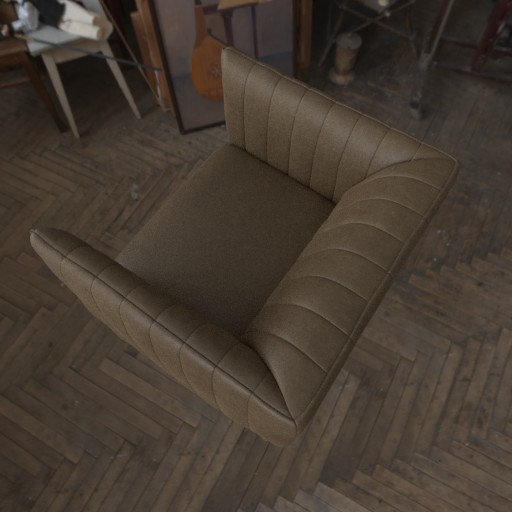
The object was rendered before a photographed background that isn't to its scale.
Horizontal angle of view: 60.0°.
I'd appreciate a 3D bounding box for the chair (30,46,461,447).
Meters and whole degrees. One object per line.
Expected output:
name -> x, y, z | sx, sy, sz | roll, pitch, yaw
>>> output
chair -> 0.000, 0.000, 1.565 | 0.876, 0.779, 0.981 | 32, 68, 15
